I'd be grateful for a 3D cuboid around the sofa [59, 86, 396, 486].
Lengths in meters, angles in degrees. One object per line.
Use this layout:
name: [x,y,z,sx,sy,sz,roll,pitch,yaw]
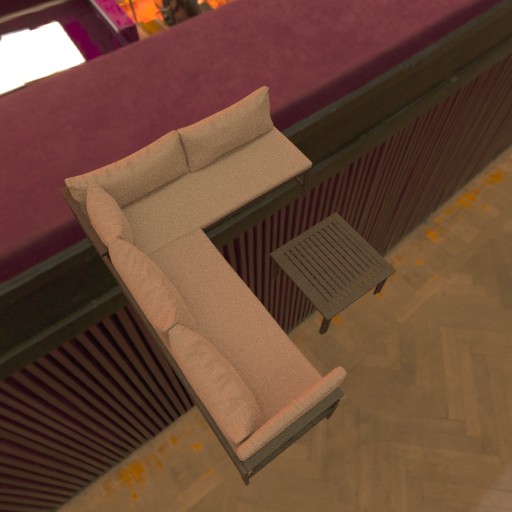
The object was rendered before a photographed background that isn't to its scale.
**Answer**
sofa: [0.000,0.000,2.930,1.658,0.758,2.096,-32,64,-18]
